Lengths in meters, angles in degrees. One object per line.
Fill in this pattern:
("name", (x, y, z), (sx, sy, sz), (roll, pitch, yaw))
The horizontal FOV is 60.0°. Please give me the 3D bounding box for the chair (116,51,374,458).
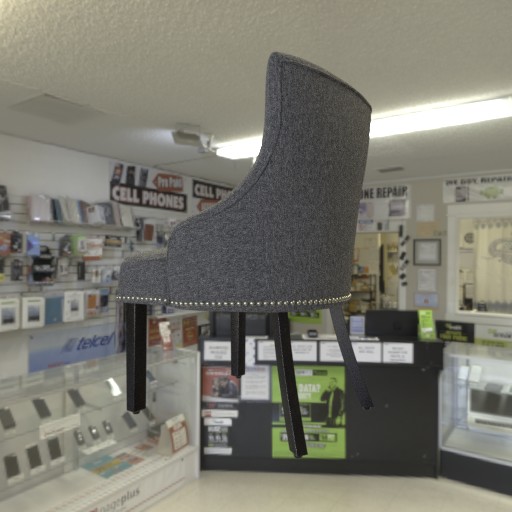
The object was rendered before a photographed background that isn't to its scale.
("chair", (0.000, 0.000, 1.316), (0.629, 0.909, 0.566), (0, 0, 37))
